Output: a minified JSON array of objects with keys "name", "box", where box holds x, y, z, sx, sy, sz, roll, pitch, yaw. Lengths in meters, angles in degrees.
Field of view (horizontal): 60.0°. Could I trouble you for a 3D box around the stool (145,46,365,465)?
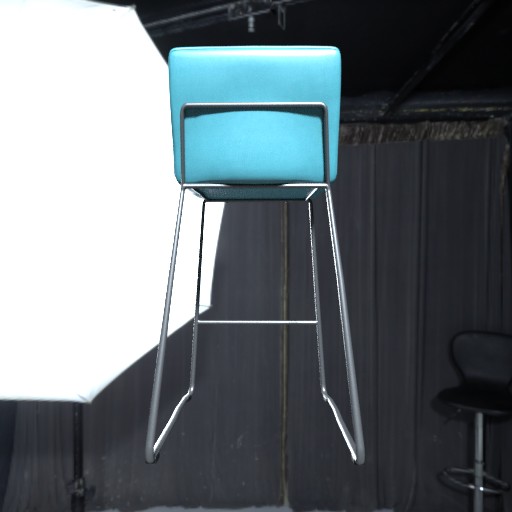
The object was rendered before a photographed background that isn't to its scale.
[{"name":"stool","box":[0.000,0.000,1.224,0.489,0.936,0.524,0,0,1]}]
